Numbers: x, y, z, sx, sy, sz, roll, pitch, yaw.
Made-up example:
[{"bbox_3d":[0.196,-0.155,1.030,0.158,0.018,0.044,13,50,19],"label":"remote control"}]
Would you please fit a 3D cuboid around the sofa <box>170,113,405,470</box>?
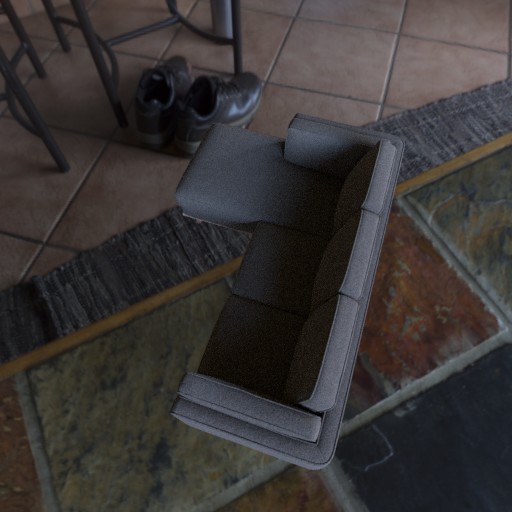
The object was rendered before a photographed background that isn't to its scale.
[{"bbox_3d":[0.000,0.000,3.131,1.604,0.929,2.411,16,61,9],"label":"sofa"}]
